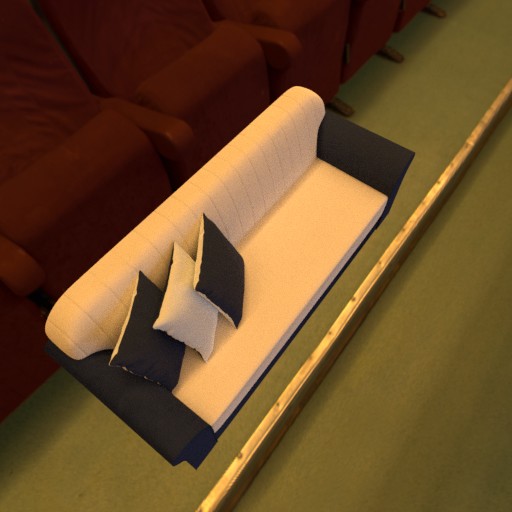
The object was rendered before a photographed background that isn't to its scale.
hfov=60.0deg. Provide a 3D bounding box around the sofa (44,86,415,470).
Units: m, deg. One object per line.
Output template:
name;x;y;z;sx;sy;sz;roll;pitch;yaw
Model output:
sofa;0.000;0.000;2.325;0.749;0.789;2.006;33;64;19
